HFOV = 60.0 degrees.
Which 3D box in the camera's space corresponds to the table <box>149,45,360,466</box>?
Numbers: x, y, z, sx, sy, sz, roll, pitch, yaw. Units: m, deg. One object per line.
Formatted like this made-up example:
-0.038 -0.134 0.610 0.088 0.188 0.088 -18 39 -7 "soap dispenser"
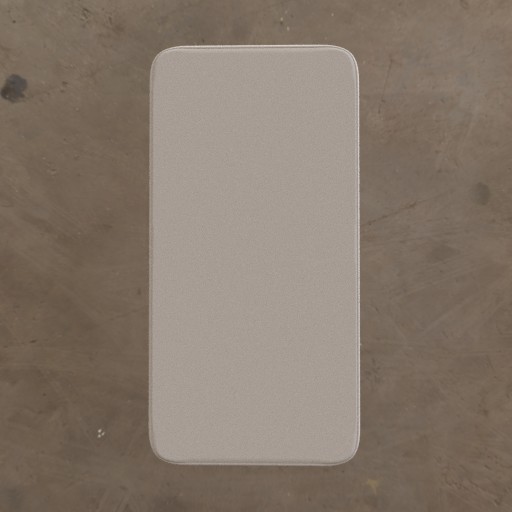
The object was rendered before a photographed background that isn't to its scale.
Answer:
0.000 0.000 1.647 0.610 0.729 1.219 0 89 1 "table"
